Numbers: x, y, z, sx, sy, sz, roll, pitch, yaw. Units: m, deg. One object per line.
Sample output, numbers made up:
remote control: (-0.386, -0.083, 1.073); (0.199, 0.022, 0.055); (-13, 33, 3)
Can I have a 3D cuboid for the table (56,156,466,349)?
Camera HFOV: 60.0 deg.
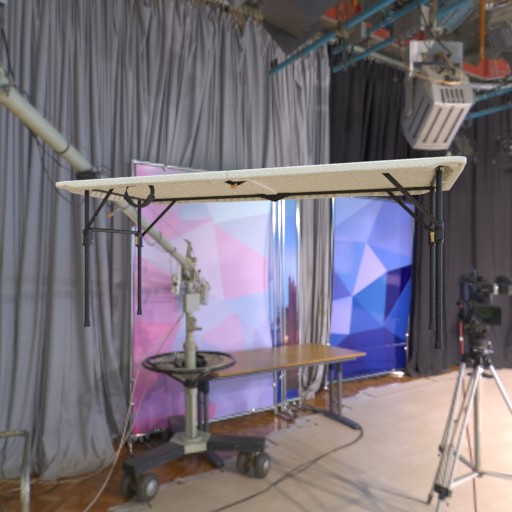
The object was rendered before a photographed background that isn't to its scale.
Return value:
table: (0.000, 0.000, 2.211); (1.829, 0.719, 0.761); (0, 0, 19)
